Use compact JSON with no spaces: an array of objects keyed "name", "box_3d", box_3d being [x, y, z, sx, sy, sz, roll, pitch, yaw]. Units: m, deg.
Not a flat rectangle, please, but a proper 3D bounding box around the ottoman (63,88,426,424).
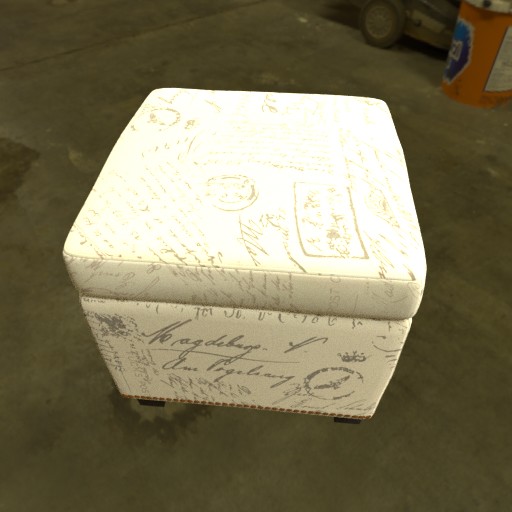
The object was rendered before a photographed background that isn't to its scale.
[{"name":"ottoman","box_3d":[0.000,0.000,0.809,0.450,0.457,0.449,4,46,4]}]
